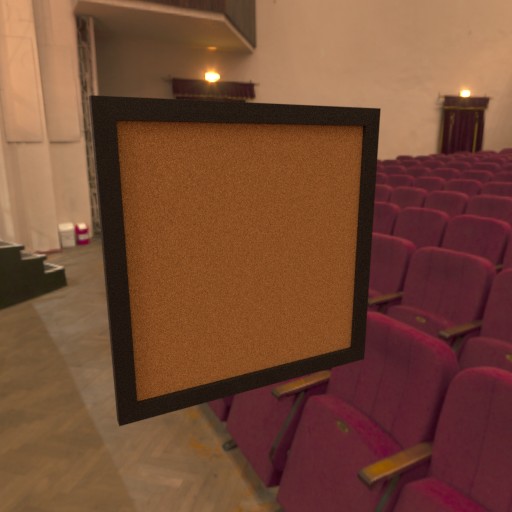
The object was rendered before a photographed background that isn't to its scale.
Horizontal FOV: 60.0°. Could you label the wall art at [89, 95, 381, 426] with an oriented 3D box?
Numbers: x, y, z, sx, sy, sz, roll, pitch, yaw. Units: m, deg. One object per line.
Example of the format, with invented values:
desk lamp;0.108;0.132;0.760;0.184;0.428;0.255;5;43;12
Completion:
wall art;0.000;0.000;1.554;1.016;1.016;0.038;-7;16;-26
